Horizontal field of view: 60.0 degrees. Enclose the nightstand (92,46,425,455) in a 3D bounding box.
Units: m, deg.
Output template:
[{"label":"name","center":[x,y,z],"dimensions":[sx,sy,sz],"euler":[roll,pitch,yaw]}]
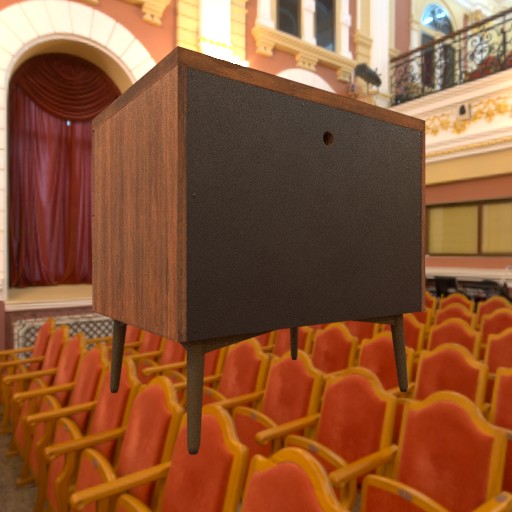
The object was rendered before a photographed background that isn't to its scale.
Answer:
[{"label":"nightstand","center":[0.000,0.000,1.005],"dimensions":[0.610,0.610,0.458],"euler":[0,0,-36]}]
